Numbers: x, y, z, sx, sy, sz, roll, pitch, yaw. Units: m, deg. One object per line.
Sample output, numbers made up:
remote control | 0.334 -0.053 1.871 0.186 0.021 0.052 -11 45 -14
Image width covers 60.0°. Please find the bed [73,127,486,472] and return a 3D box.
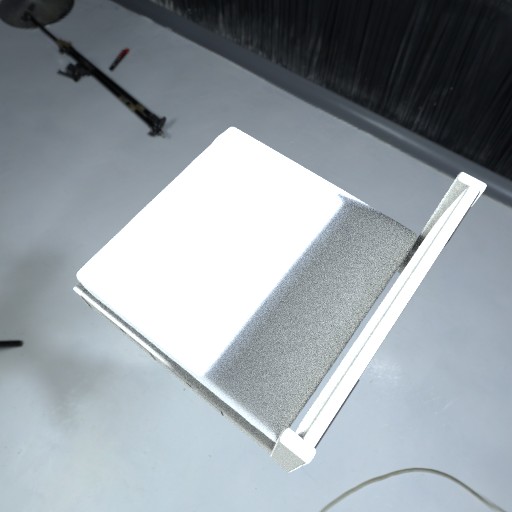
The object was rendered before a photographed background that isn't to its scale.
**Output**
bed | 0.000 0.000 3.539 2.280 1.470 2.140 34 67 16
